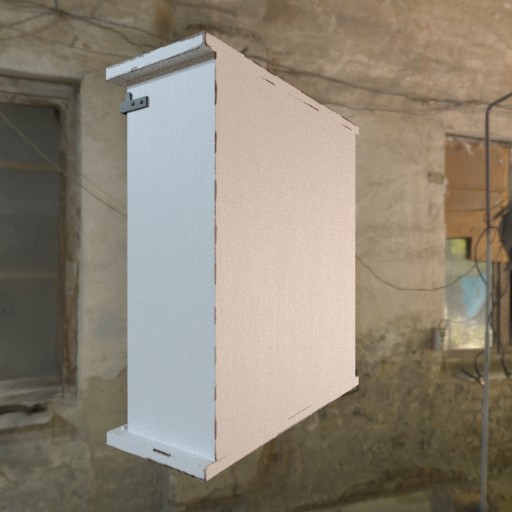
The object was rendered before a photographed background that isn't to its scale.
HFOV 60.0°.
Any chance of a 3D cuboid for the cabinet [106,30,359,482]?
[{"bbox_3d":[0.000,0.000,0.873,0.210,0.603,0.541,0,0,35],"label":"cabinet"}]
